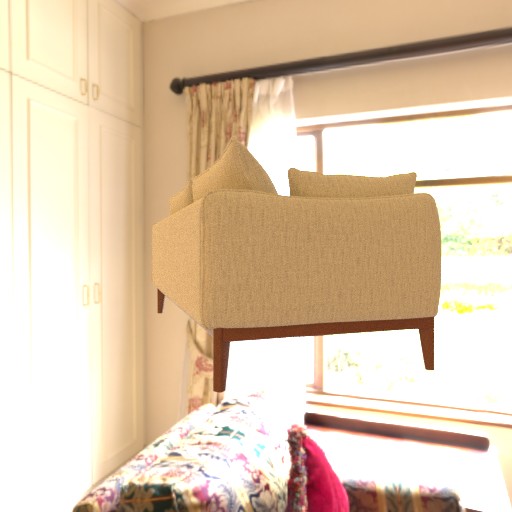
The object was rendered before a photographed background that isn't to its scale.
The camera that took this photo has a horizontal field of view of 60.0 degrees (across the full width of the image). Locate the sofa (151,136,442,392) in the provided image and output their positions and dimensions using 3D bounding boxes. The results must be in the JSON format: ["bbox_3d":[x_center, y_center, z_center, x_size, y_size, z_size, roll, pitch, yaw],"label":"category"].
[{"bbox_3d":[0.000,0.000,2.487,0.991,0.860,1.989,0,1,-18],"label":"sofa"}]
